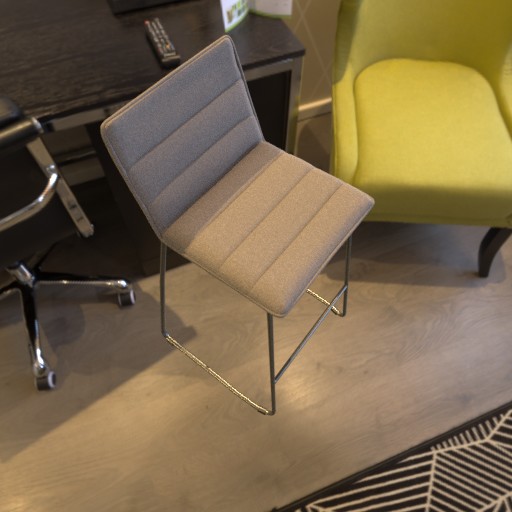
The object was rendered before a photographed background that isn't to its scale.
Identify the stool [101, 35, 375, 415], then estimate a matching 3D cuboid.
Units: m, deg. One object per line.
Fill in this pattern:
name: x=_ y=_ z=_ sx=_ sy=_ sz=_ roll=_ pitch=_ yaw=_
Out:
stool: x=0.000 y=0.000 z=1.235 sx=0.490 sy=0.960 sz=0.490 roll=33 pitch=63 yaw=19
